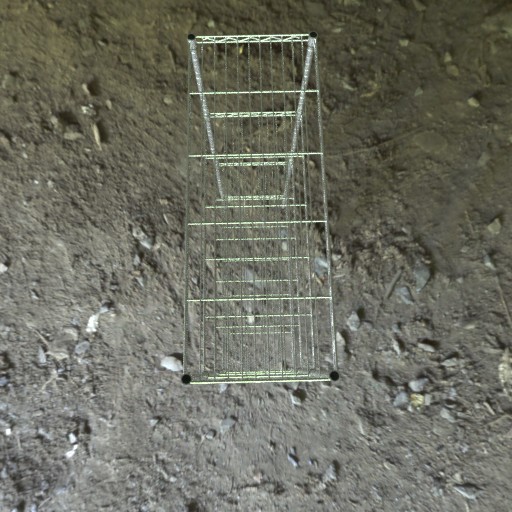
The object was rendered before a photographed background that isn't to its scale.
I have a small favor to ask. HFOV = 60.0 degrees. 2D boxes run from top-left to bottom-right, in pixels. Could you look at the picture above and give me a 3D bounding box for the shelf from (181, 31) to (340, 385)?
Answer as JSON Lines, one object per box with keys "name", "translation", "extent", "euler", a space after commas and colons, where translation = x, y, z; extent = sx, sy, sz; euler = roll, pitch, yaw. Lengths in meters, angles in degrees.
{"name": "shelf", "translation": [0.000, 0.000, 1.740], "extent": [0.352, 1.360, 0.907], "euler": [-1, 76, 0]}
